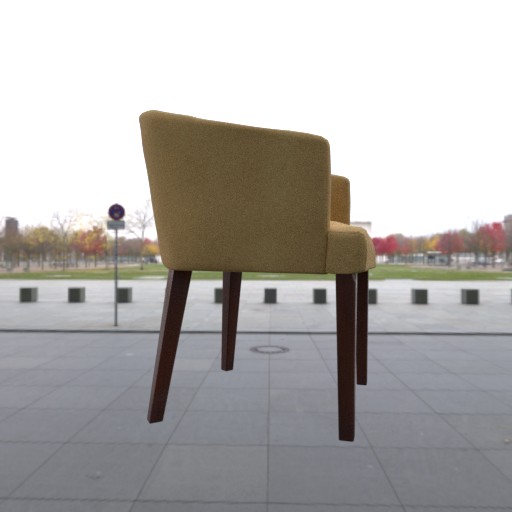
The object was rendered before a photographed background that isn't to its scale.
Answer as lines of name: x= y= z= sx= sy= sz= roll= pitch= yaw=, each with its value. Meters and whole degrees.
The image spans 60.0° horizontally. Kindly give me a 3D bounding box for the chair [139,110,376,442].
chair: x=0.000 y=0.000 z=1.280 sx=0.655 sy=0.811 sz=0.583 roll=0 pitch=0 yaw=17
